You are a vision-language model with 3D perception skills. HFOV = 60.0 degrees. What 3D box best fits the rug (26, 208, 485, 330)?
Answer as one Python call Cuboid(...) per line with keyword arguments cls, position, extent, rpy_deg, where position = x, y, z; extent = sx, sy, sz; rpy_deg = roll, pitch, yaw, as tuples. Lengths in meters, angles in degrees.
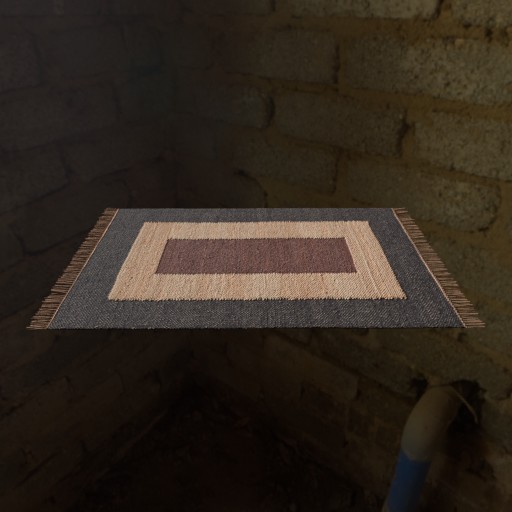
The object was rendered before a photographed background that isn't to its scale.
Cuboid(cls="rug", position=(0.000, 0.000, 2.446), extent=(2.021, 0.027, 1.224), rpy_deg=(0, 31, 0))
